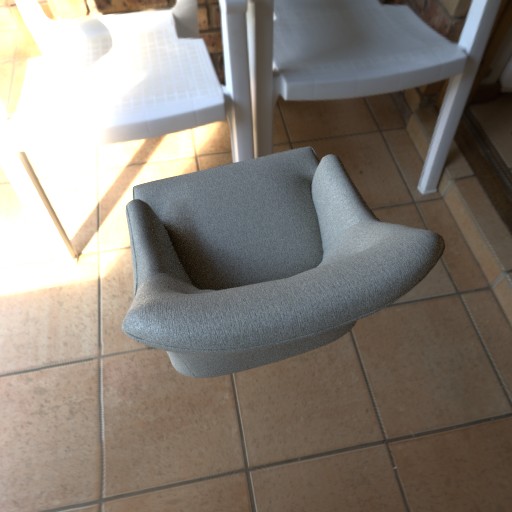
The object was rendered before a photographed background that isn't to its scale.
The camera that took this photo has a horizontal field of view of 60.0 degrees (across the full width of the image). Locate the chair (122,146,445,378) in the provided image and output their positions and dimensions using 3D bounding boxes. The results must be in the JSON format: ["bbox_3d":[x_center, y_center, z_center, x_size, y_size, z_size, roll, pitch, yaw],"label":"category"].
[{"bbox_3d":[0.000,0.000,1.584,0.864,0.856,0.923,-15,60,-9],"label":"chair"}]
